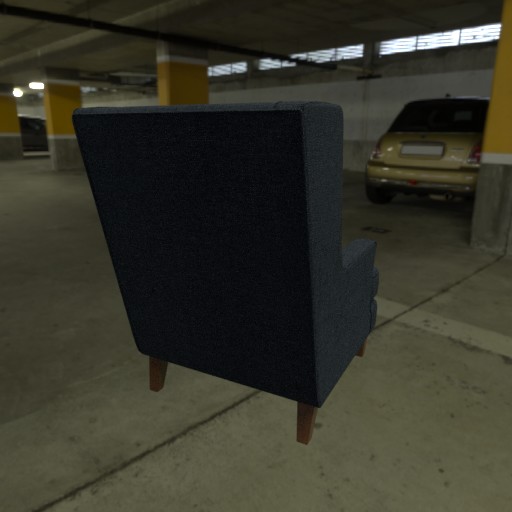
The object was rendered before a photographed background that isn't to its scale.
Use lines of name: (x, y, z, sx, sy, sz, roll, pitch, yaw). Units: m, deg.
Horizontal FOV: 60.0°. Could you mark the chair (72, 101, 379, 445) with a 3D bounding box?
chair: (0.000, 0.000, 1.698, 0.764, 1.072, 0.947, 9, 18, 27)
